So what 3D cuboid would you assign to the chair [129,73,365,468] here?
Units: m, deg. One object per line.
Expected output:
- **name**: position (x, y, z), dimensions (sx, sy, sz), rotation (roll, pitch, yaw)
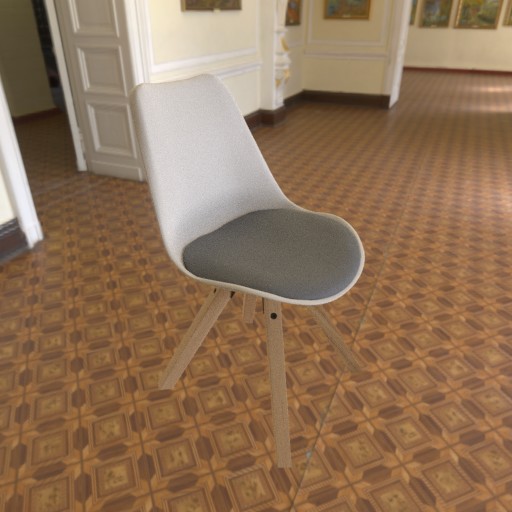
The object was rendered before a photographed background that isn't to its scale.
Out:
- **chair**: position (0.000, 0.000, 1.182), dimensions (0.550, 0.850, 0.485), rotation (20, 35, 32)
